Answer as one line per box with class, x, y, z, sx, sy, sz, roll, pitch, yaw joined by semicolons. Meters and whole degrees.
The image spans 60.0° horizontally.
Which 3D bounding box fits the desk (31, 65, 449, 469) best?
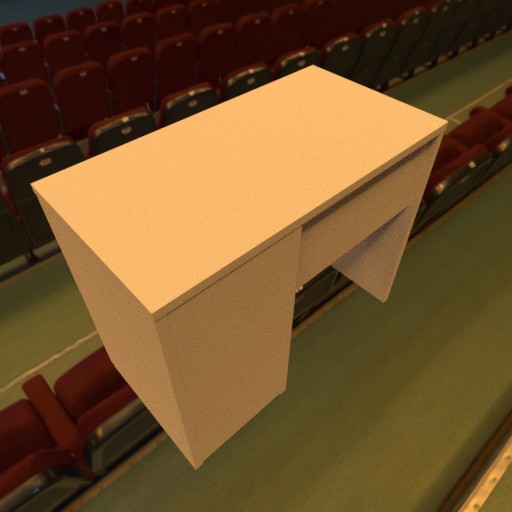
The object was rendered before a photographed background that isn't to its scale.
desk;0.000;0.000;1.310;0.898;0.730;0.482;-33;55;-28
